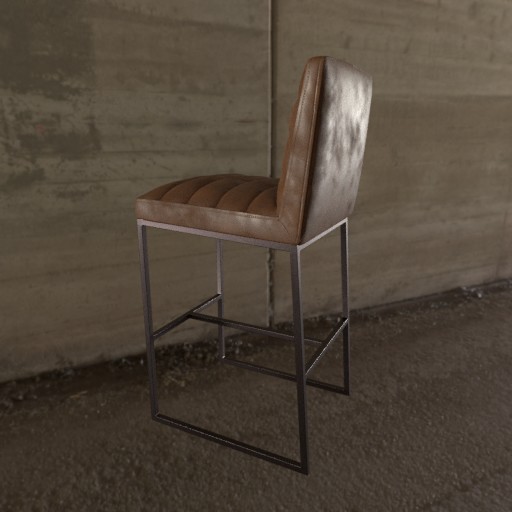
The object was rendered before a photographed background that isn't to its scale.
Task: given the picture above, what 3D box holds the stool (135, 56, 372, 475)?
[{"bbox_3d":[0.000,0.000,1.365,0.562,1.065,0.463,8,18,26],"label":"stool"}]
